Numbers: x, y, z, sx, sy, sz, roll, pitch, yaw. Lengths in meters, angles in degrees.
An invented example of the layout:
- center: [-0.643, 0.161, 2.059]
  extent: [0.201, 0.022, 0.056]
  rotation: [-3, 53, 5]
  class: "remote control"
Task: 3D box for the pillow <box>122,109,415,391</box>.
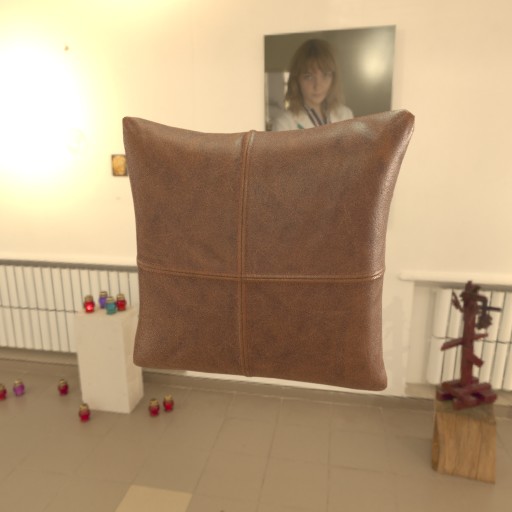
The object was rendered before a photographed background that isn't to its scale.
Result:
- center: [0.000, 0.000, 0.753]
  extent: [0.484, 0.470, 0.192]
  rotation: [2, 14, 10]
  class: "pillow"
